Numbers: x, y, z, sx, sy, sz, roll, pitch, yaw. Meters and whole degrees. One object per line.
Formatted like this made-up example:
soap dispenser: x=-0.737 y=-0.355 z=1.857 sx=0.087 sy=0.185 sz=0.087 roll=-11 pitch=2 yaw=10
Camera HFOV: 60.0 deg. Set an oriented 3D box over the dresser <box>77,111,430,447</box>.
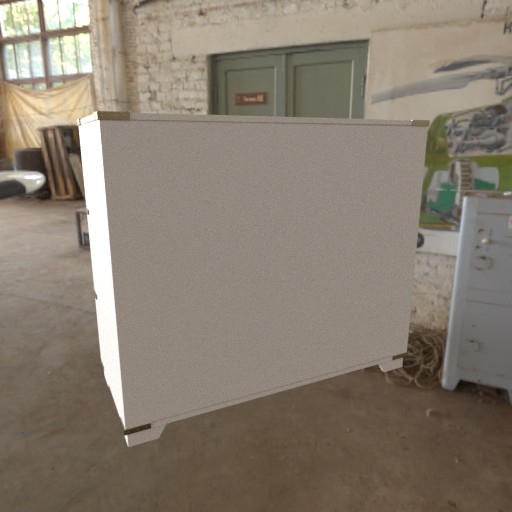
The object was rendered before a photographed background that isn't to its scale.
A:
dresser: x=0.000 y=0.000 z=1.517 sx=1.022 sy=0.891 sz=0.460 roll=-7 pitch=16 yaw=-26
